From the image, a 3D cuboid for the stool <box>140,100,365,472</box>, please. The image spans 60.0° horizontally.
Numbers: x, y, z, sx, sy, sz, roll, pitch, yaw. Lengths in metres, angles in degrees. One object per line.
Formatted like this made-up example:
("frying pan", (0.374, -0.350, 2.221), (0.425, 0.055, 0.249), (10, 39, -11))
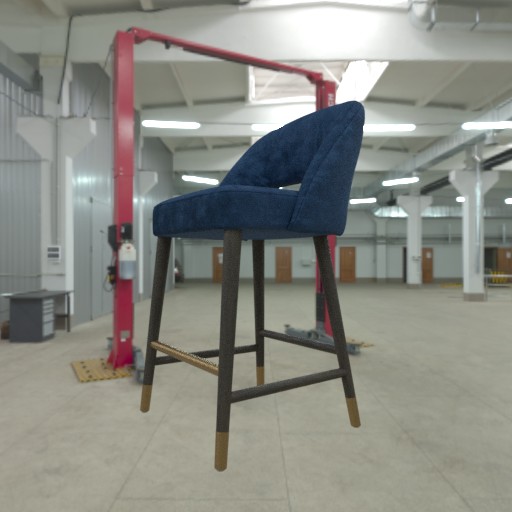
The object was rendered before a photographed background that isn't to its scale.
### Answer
("stool", (0.000, 0.000, 1.280), (0.524, 0.925, 0.536), (0, 0, -35))
